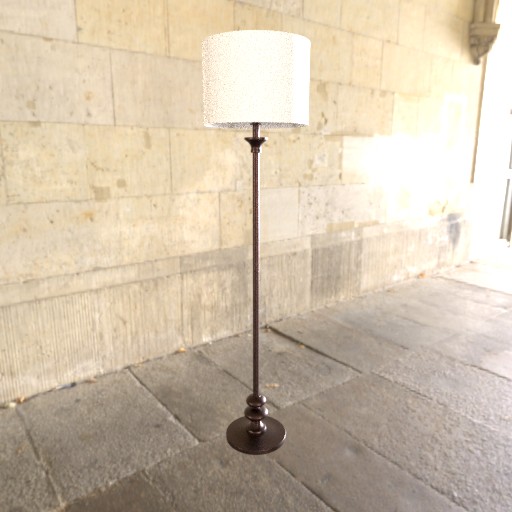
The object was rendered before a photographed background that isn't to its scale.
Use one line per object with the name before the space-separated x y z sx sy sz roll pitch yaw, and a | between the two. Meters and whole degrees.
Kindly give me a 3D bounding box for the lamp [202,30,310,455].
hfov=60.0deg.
lamp | 0.000 0.000 1.626 0.356 1.487 0.356 2 13 8
